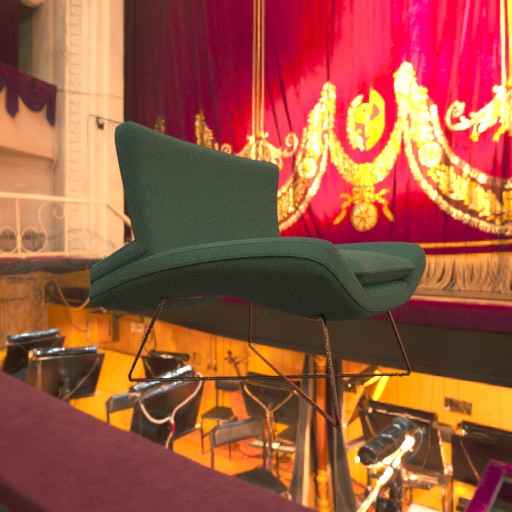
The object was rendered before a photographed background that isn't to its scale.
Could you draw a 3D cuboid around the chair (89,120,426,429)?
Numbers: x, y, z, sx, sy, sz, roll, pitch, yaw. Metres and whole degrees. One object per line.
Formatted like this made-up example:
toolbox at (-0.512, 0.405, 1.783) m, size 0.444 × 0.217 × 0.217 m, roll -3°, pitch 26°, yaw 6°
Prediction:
chair at (0.000, 0.000, 1.605) m, size 1.008 × 0.855 × 0.859 m, roll 0°, pitch 1°, yaw 36°
